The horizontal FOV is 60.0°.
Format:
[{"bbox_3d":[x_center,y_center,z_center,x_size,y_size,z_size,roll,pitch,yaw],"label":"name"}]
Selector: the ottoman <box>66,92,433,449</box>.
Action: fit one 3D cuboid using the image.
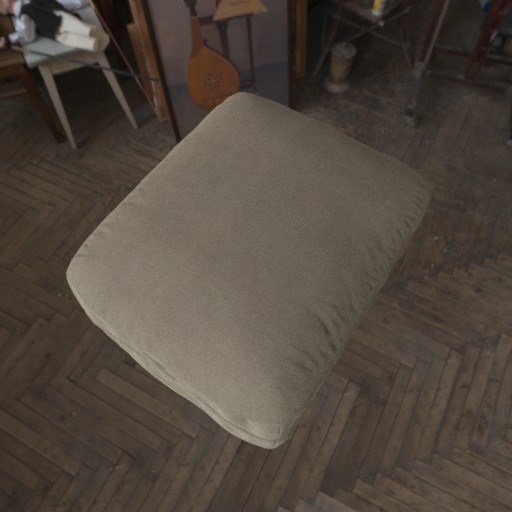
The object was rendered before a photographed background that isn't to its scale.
[{"bbox_3d":[0.000,0.000,1.082,0.584,0.480,0.712,31,67,15],"label":"ottoman"}]
